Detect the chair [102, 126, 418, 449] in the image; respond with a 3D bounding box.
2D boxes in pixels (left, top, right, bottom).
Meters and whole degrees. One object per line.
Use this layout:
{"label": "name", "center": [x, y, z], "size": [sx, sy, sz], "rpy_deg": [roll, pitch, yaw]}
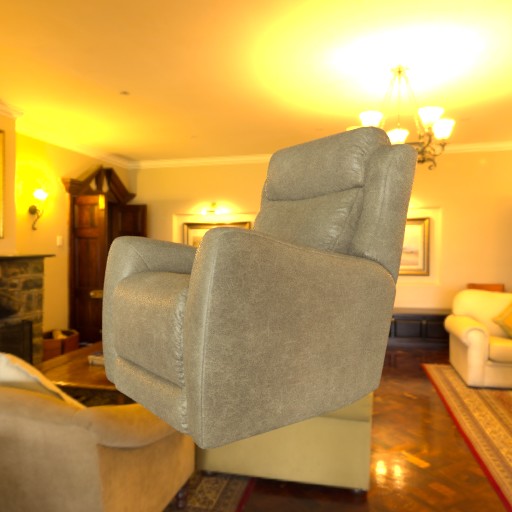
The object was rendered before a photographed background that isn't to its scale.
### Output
{"label": "chair", "center": [0.000, 0.000, 1.895], "size": [1.068, 1.116, 0.967], "rpy_deg": [-1, 1, -36]}
